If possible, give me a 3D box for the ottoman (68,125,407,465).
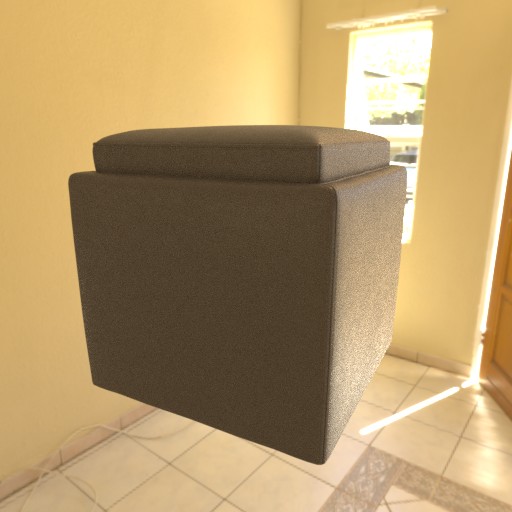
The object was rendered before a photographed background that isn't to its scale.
[{"bbox_3d":[0.000,0.000,0.815,0.450,0.460,0.451,8,17,27],"label":"ottoman"}]
